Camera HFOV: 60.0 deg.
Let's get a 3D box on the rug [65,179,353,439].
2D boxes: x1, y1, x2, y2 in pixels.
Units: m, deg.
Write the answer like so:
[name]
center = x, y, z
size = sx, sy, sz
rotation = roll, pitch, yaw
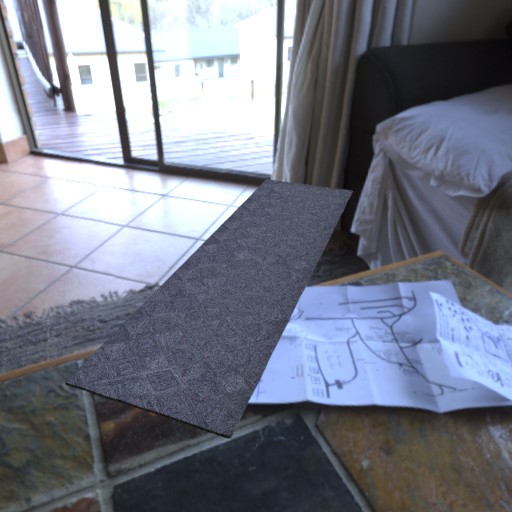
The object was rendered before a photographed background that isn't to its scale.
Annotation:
[rug]
center = 0.000, 0.000, 2.500
size = 0.691, 0.011, 2.296
rotation = 11, 32, 18
